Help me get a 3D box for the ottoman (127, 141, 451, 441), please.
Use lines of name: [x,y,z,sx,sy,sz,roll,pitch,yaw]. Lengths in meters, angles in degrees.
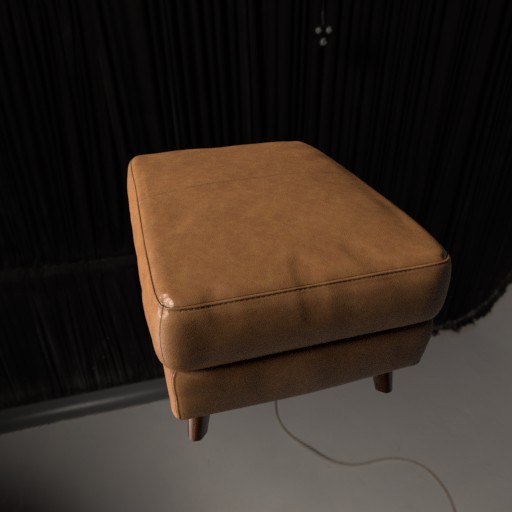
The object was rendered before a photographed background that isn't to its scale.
ottoman: [0.000,0.000,1.221,0.630,0.461,0.869,-9,32,-14]
